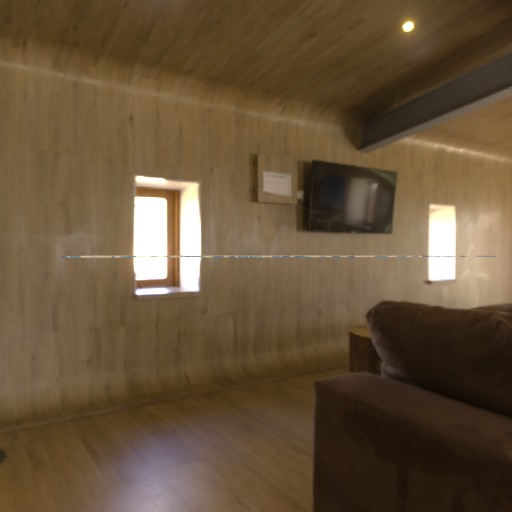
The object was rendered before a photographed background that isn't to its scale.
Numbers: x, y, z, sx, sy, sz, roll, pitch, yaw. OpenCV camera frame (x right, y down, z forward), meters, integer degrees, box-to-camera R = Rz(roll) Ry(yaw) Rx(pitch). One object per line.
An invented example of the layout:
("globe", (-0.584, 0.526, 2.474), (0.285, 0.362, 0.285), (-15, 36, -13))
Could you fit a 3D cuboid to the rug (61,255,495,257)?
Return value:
("rug", (0.000, 0.000, 4.016), (3.007, 0.007, 2.435), (0, 0, -17))
